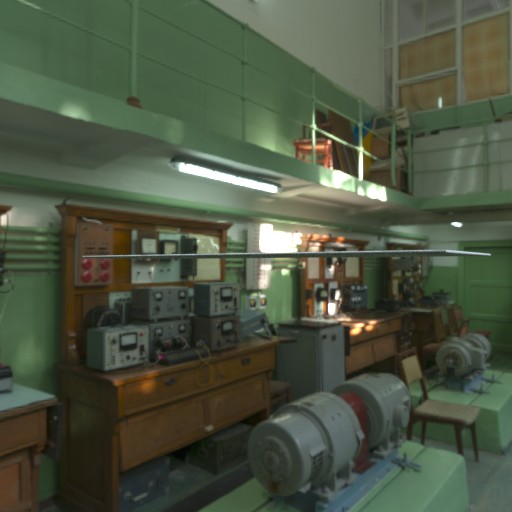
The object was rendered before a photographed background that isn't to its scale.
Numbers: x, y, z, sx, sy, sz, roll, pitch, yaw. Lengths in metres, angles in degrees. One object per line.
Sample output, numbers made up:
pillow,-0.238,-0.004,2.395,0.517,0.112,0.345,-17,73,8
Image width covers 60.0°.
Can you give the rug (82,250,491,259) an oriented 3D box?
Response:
rug,0.000,0.000,2.728,2.452,0.017,0.855,-1,-1,37
